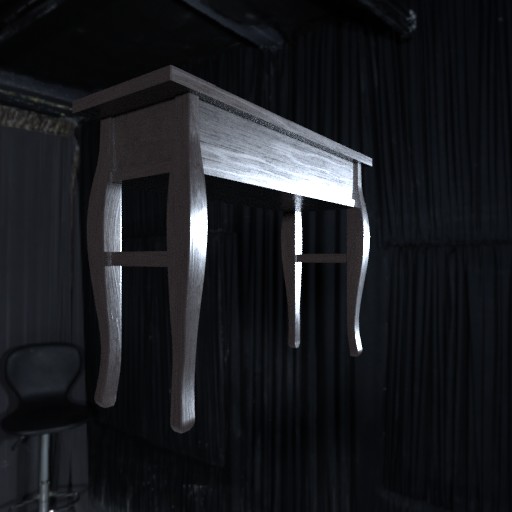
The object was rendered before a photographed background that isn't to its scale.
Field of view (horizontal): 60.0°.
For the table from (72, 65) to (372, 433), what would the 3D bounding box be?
[{"bbox_3d":[0.000,0.000,1.425,0.373,0.768,1.062,0,0,36],"label":"table"}]
